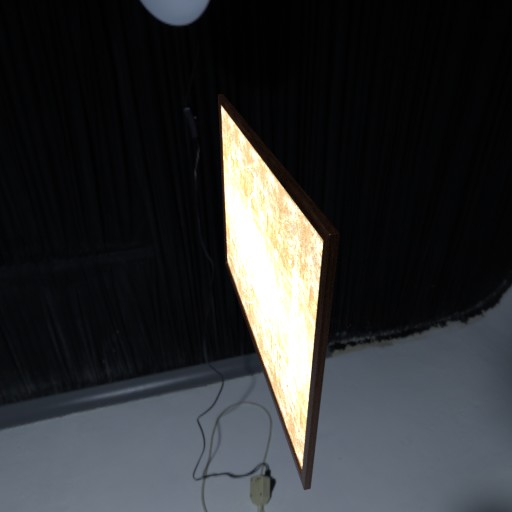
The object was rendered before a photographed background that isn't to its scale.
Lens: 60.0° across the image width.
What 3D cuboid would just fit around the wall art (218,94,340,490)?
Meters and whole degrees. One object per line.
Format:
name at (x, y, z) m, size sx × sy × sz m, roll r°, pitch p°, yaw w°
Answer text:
wall art at (0.000, 0.000, 1.036) m, size 0.014 × 0.559 × 0.816 m, roll -7°, pitch 33°, yaw -12°
